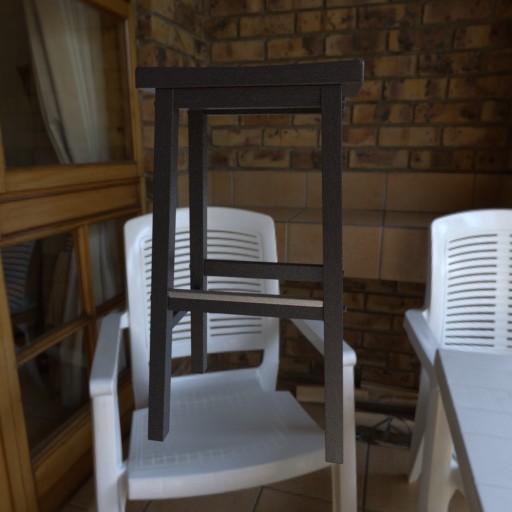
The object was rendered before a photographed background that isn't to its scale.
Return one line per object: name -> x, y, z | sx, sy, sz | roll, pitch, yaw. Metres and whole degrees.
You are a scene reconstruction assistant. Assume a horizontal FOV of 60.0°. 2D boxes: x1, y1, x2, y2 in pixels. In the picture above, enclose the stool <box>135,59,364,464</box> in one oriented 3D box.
stool -> 0.000, 0.000, 0.963 | 0.406, 0.742, 0.322 | 3, 14, 10
